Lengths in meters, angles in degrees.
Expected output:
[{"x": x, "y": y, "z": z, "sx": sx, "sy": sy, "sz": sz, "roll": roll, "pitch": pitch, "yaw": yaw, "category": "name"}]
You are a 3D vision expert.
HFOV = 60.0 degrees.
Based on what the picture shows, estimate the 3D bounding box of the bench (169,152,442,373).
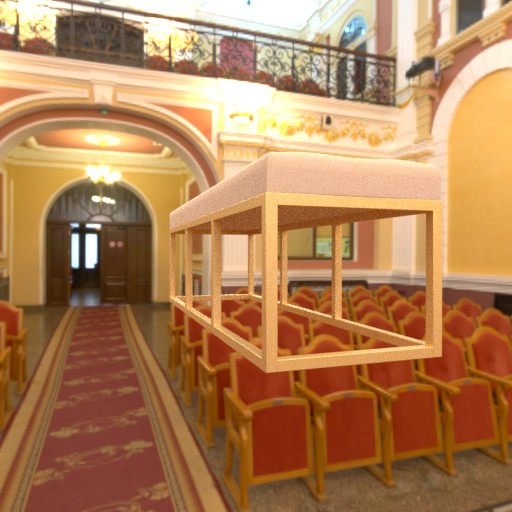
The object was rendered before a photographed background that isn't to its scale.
[{"x": 0.000, "y": 0.000, "z": 1.699, "sx": 0.457, "sy": 0.484, "sz": 1.473, "roll": 0, "pitch": 0, "yaw": -19, "category": "bench"}]
